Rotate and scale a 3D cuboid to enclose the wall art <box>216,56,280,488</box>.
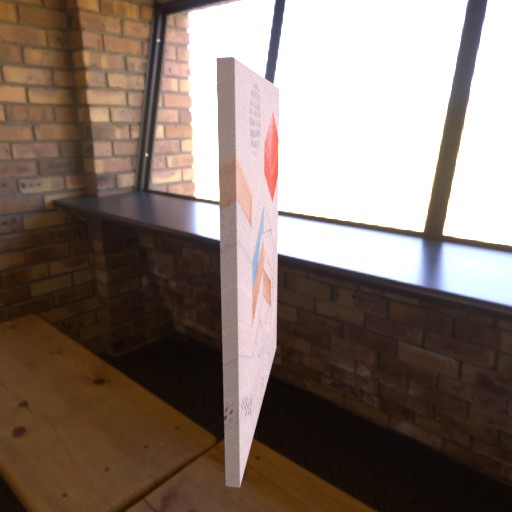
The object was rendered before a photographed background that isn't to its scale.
[{"bbox_3d":[0.000,0.000,1.350,0.045,1.014,0.759,3,17,9],"label":"wall art"}]
